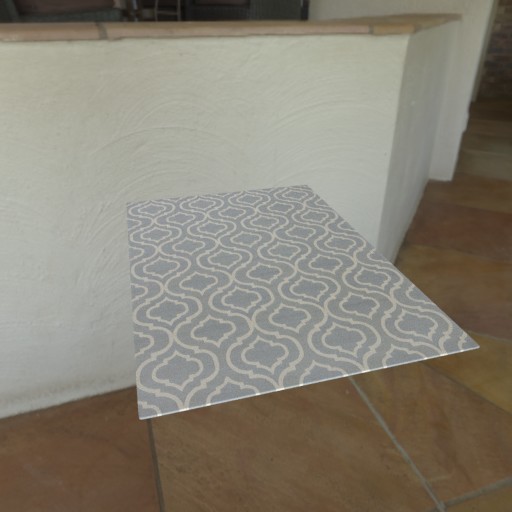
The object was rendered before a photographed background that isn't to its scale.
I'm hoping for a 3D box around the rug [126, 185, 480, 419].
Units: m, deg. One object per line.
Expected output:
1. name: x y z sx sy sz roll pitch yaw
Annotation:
1. rug: 0.000 0.000 2.632 1.451 0.010 2.080 -8 30 -13
